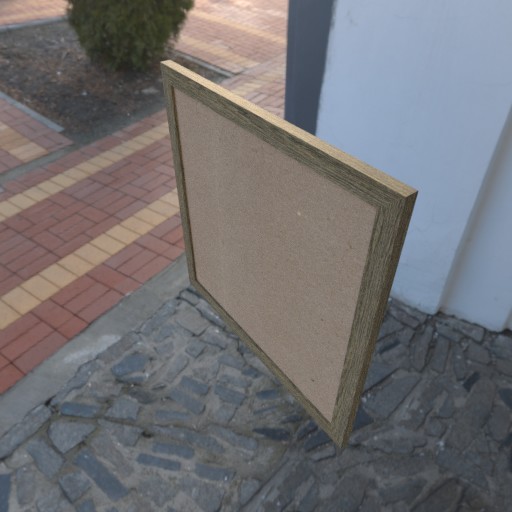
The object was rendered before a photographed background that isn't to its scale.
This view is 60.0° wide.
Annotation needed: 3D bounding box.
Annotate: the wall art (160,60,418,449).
[{"bbox_3d":[0.000,0.000,0.750,0.019,0.508,0.508,-26,47,-27],"label":"wall art"}]
